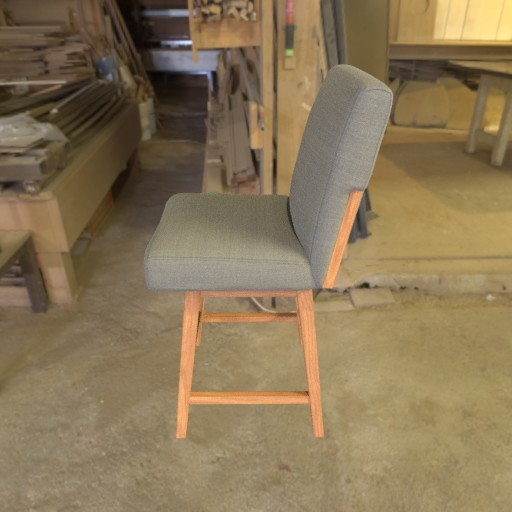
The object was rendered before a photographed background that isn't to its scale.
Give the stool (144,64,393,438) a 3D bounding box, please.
[{"bbox_3d":[0.000,0.000,1.311,0.570,1.019,0.459,0,29,0],"label":"stool"}]
